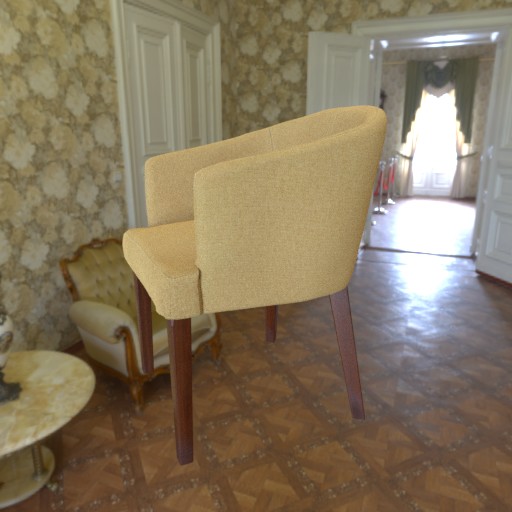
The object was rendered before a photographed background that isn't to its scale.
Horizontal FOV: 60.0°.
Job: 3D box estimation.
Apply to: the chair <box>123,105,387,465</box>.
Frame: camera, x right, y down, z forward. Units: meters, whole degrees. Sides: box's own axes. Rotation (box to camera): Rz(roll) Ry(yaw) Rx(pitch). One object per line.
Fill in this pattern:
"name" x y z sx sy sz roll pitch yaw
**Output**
"chair" 0.000 0.000 1.239 0.655 0.811 0.583 -7 16 -24
